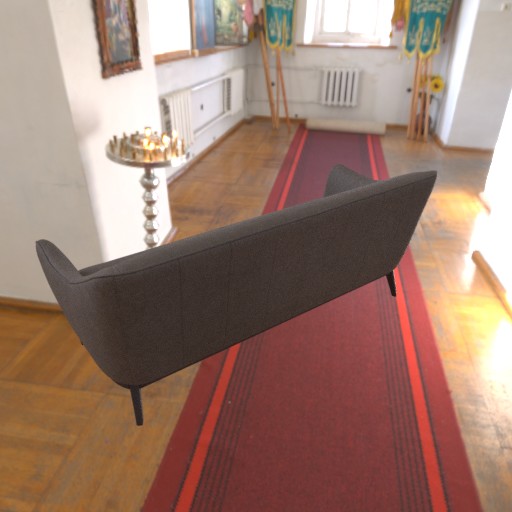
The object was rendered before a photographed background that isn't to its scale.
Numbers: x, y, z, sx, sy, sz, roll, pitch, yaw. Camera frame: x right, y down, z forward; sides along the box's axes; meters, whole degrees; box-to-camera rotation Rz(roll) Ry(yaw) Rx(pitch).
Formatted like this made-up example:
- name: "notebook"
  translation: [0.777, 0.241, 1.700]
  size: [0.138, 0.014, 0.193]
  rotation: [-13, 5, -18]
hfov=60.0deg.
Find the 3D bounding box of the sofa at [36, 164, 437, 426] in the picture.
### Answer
- name: "sofa"
  translation: [0.000, 0.000, 2.321]
  size: [1.928, 0.831, 0.869]
  rotation: [-19, 35, -30]
